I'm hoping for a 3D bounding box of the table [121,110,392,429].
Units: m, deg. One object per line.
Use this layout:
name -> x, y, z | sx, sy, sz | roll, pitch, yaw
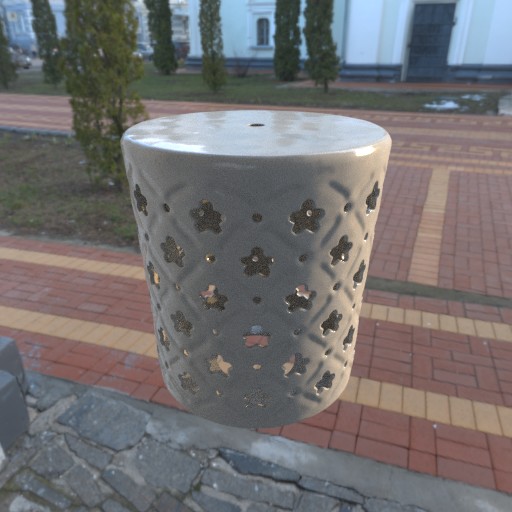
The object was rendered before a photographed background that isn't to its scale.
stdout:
table -> 0.000, 0.000, 0.673 | 0.352, 0.387, 0.352 | 0, 25, 0
